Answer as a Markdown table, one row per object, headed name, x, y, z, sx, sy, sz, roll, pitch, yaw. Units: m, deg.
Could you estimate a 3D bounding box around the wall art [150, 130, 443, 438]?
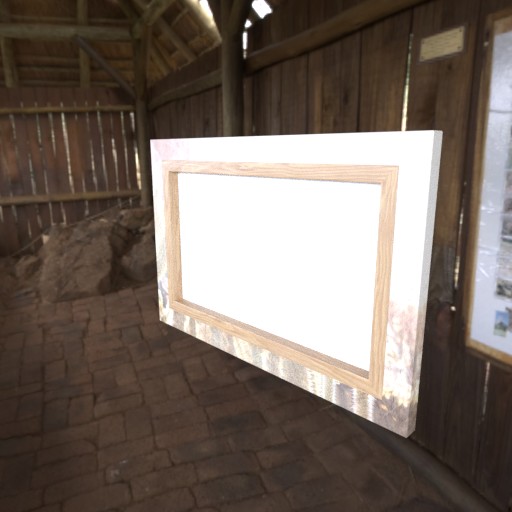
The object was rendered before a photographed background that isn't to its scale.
| name | x | y | z | sx | sy | sz | roll | pitch | yaw |
| --- | --- | --- | --- | --- | --- | --- | --- | --- | --- |
| wall art | 0.000 | 0.000 | 1.168 | 0.040 | 0.608 | 0.916 | -13 | 18 | -43 |
